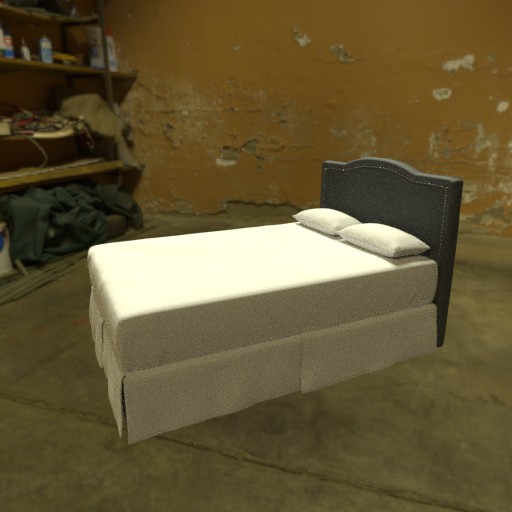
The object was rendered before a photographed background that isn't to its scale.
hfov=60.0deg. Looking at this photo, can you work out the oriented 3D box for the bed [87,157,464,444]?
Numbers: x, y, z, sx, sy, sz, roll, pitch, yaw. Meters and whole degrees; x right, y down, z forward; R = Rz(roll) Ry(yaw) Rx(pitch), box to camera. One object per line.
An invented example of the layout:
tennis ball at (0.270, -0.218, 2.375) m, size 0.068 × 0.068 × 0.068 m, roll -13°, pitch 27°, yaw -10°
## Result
bed at (0.000, 0.000, 3.517) m, size 2.507 × 1.441 × 1.747 m, roll -8°, pitch 19°, yaw -24°
